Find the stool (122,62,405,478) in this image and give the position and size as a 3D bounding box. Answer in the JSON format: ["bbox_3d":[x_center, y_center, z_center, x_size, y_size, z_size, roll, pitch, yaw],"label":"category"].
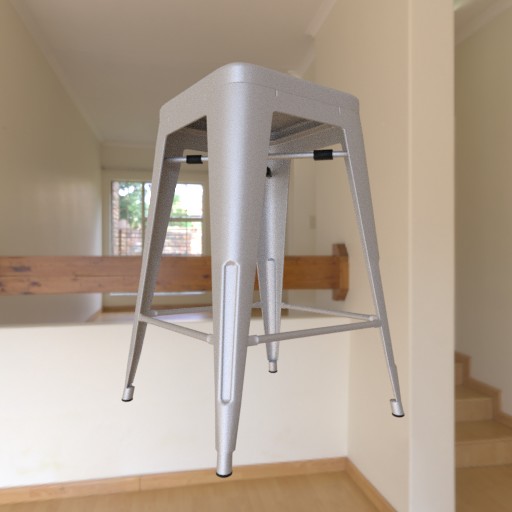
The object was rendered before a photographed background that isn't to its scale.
[{"bbox_3d":[0.000,0.000,0.885,0.410,0.608,0.410,0,0,-36],"label":"stool"}]
